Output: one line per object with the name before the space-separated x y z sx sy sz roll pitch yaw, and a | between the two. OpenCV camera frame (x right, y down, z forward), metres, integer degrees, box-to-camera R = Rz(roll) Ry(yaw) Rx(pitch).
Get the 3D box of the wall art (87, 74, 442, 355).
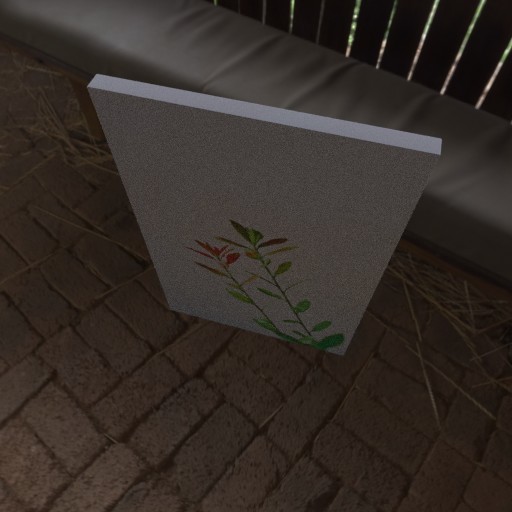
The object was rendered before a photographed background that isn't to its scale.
wall art | 0.000 0.000 1.136 0.612 0.915 0.039 14 59 8
